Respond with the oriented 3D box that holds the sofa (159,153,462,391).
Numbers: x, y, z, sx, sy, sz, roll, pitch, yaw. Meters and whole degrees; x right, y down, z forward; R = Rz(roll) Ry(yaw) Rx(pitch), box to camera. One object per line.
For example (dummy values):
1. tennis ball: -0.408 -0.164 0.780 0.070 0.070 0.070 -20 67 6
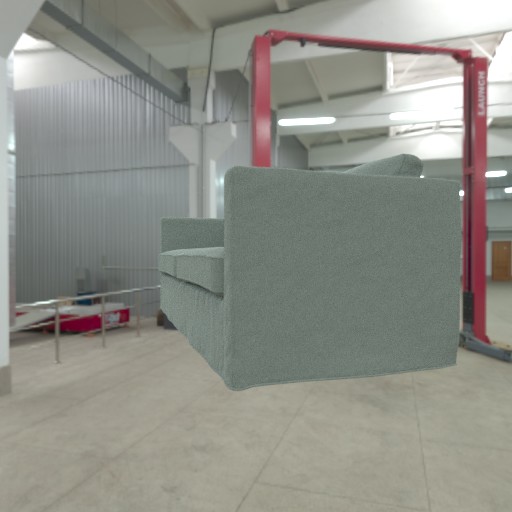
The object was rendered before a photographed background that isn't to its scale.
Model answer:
1. sofa: 0.000 0.000 2.646 0.962 0.853 2.312 0 0 -18
